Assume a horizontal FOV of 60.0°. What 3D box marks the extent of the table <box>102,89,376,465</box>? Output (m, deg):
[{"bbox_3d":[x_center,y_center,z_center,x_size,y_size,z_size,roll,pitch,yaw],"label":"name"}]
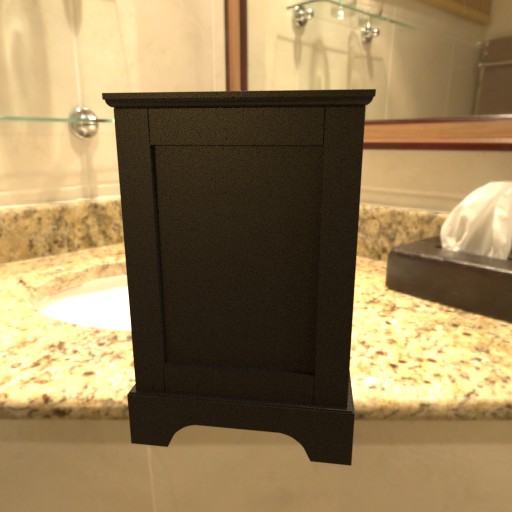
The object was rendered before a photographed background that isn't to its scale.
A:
[{"bbox_3d":[0.000,0.000,0.930,0.399,0.610,0.460,2,15,8],"label":"table"}]
